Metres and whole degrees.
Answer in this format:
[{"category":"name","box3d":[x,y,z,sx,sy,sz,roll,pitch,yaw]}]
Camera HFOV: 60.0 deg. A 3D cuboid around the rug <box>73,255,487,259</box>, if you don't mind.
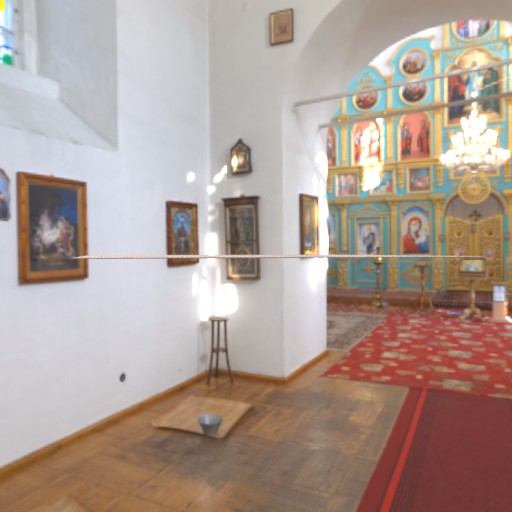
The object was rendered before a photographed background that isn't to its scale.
[{"category":"rug","box3d":[0.000,0.000,4.191,3.046,0.008,2.442,0,0,-19]}]
